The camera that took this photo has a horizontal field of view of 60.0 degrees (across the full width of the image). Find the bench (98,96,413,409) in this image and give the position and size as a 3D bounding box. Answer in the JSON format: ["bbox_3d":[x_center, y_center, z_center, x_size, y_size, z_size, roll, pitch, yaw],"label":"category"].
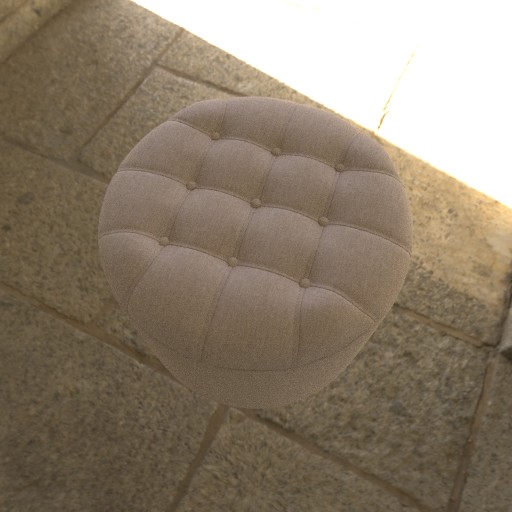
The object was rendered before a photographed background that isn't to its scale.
[{"bbox_3d":[0.000,0.000,0.996,0.600,0.454,0.600,0,62,0],"label":"bench"}]
